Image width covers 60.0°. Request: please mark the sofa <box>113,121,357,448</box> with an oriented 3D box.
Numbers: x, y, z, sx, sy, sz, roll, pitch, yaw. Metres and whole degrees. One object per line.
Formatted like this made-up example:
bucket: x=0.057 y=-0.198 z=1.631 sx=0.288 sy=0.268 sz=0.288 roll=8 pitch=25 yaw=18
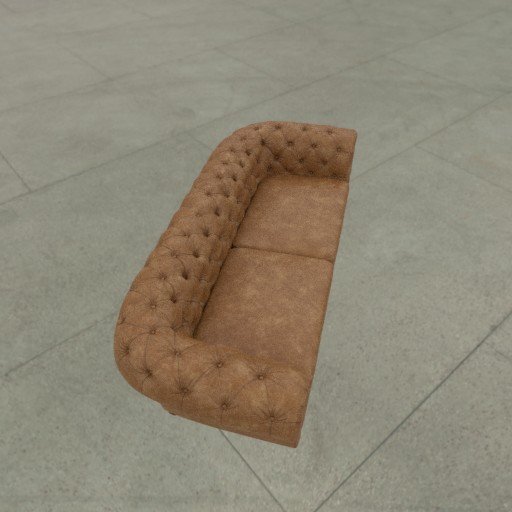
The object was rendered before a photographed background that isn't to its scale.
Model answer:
sofa: x=0.000 y=0.000 z=2.800 sx=0.989 sy=0.760 sz=2.365 roll=11 pitch=46 yaw=10
